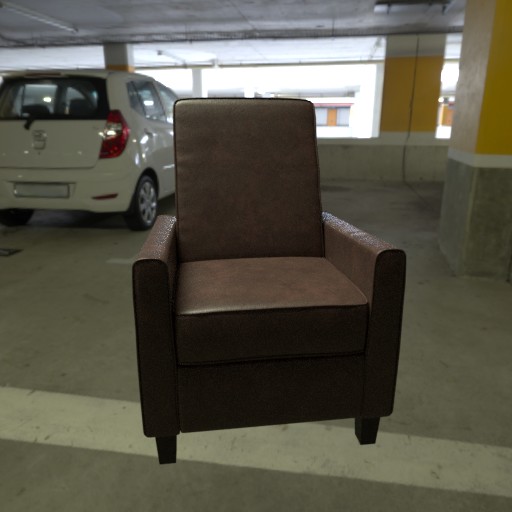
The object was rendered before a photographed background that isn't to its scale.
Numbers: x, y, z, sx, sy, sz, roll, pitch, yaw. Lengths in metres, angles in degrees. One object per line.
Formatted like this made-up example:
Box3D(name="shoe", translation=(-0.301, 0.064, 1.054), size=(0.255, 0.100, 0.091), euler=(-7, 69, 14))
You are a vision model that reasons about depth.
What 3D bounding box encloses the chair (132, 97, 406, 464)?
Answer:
Box3D(name="chair", translation=(0.000, 0.000, 1.455), size=(0.705, 1.013, 0.746), euler=(-2, 17, -7))
